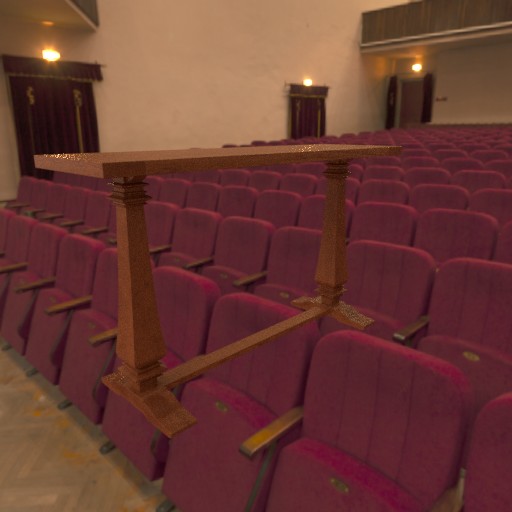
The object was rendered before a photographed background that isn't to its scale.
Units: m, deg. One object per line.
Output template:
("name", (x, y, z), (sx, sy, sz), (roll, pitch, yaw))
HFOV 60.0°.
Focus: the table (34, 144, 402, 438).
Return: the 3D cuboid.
("table", (0.000, 0.000, 1.827), (1.478, 0.852, 0.461), (-15, 22, -43))
